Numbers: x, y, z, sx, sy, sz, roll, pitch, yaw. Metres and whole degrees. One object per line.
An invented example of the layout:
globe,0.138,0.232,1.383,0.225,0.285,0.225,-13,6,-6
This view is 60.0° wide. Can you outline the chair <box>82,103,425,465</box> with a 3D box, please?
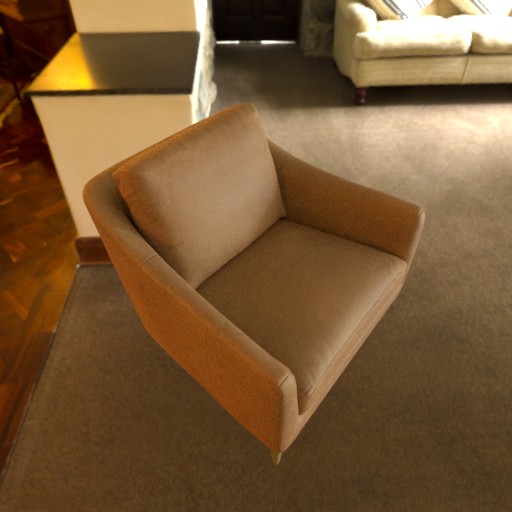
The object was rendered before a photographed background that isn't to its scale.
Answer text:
chair,0.000,0.000,1.723,0.963,0.895,0.988,27,48,27
